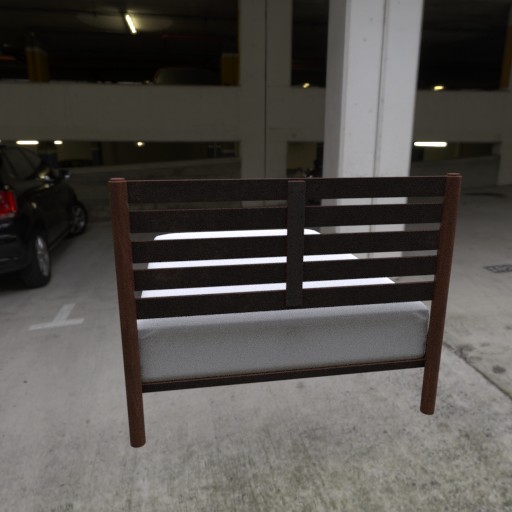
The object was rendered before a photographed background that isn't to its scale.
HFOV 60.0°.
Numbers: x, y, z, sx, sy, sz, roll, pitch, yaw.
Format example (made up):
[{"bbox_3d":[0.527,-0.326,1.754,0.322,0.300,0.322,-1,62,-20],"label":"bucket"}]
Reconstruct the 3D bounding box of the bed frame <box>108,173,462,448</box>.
[{"bbox_3d":[0.000,0.000,3.224,1.655,1.321,2.234,-3,15,-9],"label":"bed frame"}]
